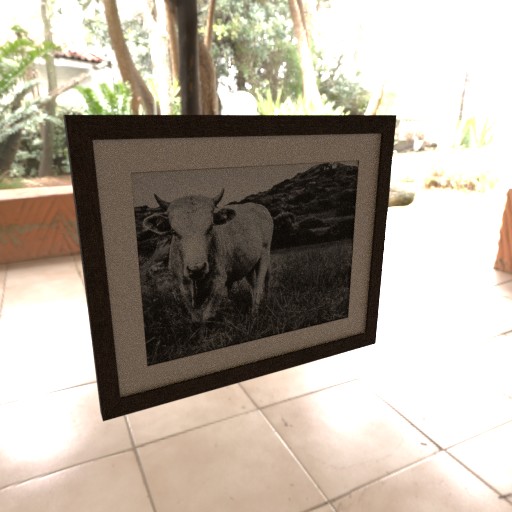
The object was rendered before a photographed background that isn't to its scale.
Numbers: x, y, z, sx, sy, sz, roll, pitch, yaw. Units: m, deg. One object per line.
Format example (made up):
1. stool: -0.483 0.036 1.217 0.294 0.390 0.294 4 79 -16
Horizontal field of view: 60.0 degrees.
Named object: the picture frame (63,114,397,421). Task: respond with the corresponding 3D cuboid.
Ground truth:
1. picture frame: 0.000 0.000 0.749 0.546 0.455 0.026 -9 20 -25
